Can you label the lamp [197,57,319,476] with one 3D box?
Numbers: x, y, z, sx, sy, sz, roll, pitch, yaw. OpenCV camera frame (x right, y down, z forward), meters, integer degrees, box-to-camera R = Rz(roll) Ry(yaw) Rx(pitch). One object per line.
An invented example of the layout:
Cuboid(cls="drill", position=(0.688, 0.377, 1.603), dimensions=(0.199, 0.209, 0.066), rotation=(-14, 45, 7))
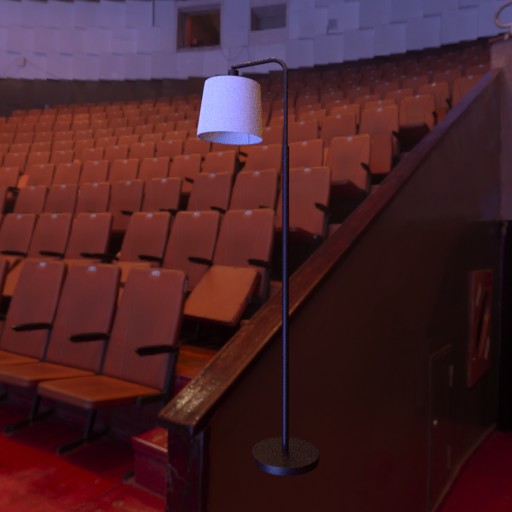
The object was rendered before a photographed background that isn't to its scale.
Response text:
Cuboid(cls="lamp", position=(0.000, 0.000, 1.678), dimensions=(0.508, 1.478, 0.254), rotation=(1, 2, 35))
